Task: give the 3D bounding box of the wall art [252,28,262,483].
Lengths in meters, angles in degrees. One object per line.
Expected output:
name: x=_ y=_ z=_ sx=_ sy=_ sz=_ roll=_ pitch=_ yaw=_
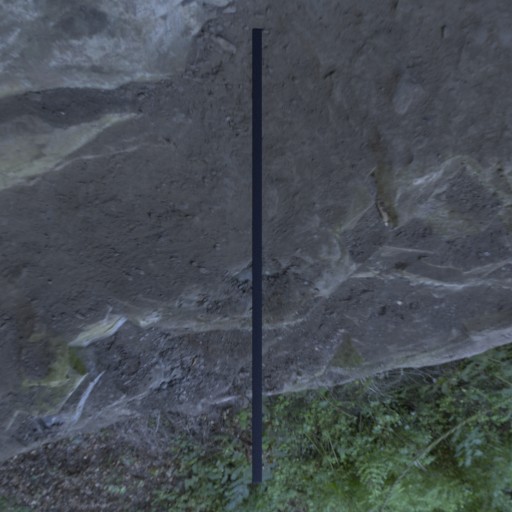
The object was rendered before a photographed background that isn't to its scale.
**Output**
wall art: x=0.000 y=0.000 z=0.825 sx=0.012 sy=0.558 sz=0.562 roll=0 pitch=90 yaw=0
